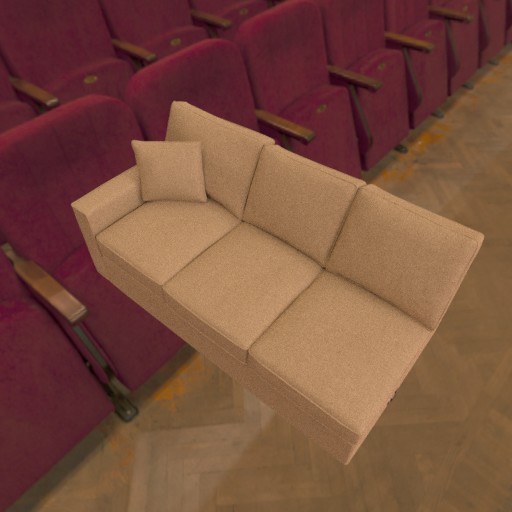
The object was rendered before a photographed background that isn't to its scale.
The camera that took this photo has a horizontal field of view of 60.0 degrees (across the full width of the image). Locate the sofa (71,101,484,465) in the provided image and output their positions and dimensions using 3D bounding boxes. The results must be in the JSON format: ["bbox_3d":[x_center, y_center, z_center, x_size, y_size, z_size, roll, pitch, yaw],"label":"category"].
[{"bbox_3d":[0.000,0.000,2.475,1.962,0.946,1.034,31,54,26],"label":"sofa"}]
